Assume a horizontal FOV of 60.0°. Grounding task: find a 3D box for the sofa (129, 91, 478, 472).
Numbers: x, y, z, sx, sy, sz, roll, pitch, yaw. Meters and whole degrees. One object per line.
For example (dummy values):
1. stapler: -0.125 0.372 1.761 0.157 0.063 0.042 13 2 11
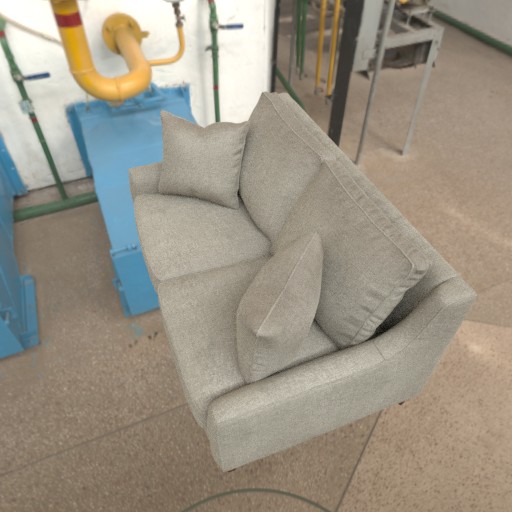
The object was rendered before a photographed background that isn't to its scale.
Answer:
1. sofa: 0.000 0.000 1.926 0.915 0.863 1.422 -16 49 -15
